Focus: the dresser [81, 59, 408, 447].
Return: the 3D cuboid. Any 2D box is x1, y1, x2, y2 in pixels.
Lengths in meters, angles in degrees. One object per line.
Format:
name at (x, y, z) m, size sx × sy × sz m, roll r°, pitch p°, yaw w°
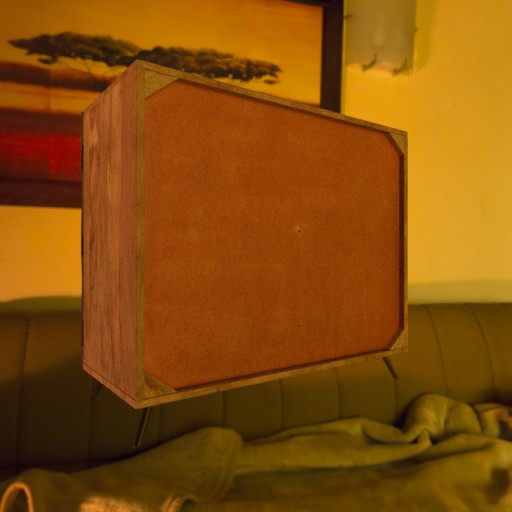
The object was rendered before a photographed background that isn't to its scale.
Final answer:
dresser at (0.000, 0.000, 1.413) m, size 0.967 × 0.847 × 0.446 m, roll 0°, pitch 0°, yaw -36°
